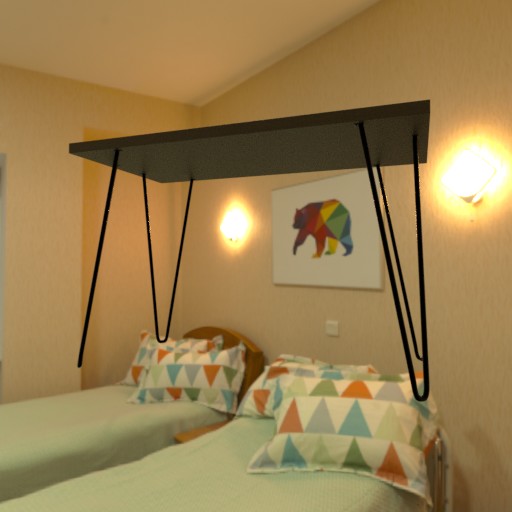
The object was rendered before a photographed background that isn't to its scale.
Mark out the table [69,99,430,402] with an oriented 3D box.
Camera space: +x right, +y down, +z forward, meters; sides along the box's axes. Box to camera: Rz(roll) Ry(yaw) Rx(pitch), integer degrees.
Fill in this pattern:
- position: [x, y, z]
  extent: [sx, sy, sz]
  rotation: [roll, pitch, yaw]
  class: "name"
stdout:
- position: [0.000, 0.000, 1.360]
  extent: [0.991, 0.660, 0.499]
  rotation: [-1, -2, 20]
  class: "table"
